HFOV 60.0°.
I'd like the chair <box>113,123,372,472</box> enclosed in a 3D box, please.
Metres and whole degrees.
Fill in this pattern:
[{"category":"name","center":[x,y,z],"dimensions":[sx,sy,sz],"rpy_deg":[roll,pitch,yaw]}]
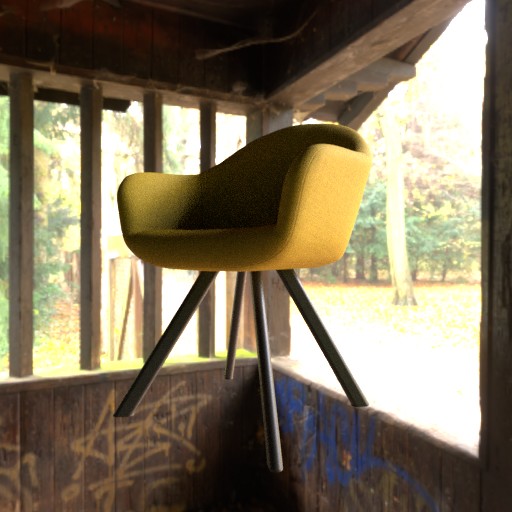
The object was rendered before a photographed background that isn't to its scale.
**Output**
[{"category":"chair","center":[0.000,0.000,1.180],"dimensions":[0.590,0.795,0.550],"rpy_deg":[0,1,36]}]
